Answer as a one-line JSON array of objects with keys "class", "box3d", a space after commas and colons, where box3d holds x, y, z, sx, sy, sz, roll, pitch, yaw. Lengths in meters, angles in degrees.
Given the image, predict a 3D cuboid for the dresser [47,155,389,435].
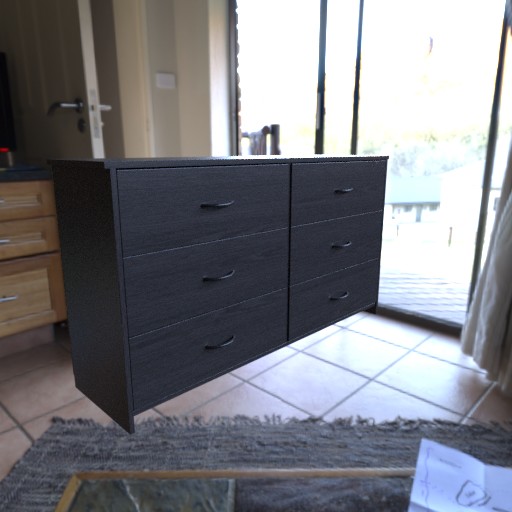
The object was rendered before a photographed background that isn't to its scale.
[{"class": "dresser", "box3d": [0.000, 0.000, 1.732, 1.360, 0.755, 0.401, -13, 19, -43]}]
